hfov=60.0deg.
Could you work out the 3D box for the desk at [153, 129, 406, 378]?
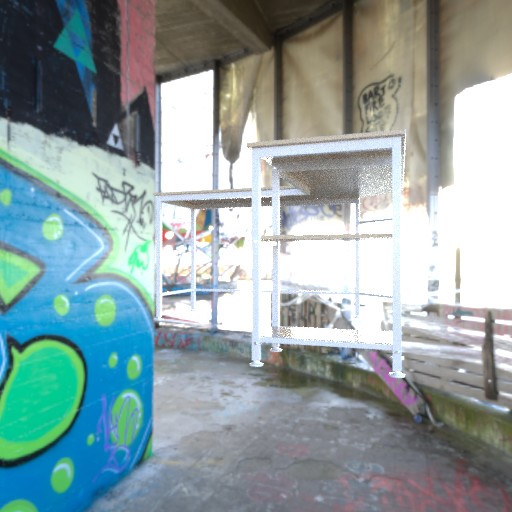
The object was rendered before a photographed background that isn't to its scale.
[{"bbox_3d":[0.000,0.000,2.179,1.379,0.739,1.379,0,0,18],"label":"desk"}]
